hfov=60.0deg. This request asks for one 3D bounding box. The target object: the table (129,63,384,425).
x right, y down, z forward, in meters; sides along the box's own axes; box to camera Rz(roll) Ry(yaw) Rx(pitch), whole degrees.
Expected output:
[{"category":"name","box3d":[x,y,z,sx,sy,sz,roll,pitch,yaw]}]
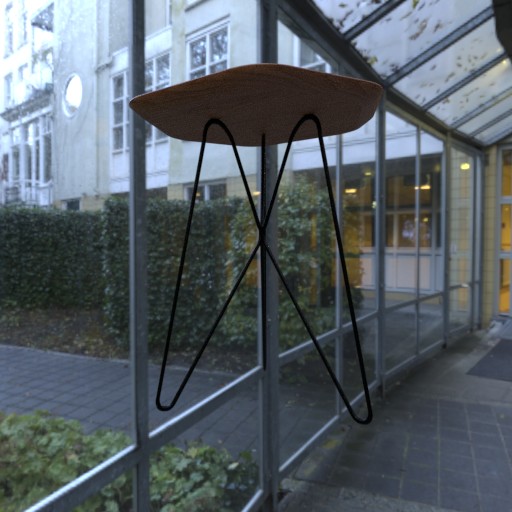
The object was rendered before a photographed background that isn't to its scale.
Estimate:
[{"category":"table","box3d":[0.000,0.000,0.872,0.500,0.562,0.400,1,2,36]}]
